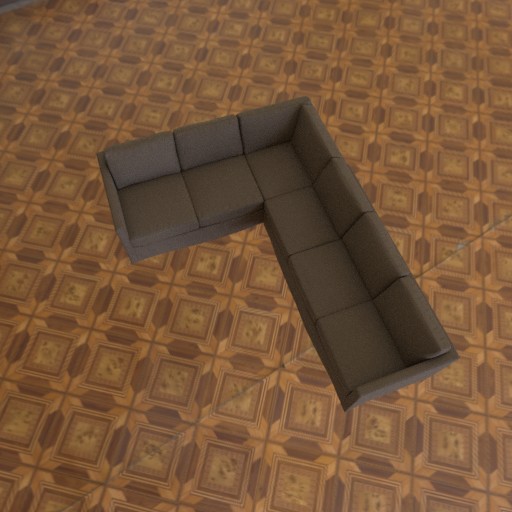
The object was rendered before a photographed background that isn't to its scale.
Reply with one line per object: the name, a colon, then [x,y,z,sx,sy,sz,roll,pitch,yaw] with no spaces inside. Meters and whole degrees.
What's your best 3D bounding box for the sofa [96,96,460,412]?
sofa: [0.000,0.000,4.339,2.432,0.871,3.182,-18,64,-9]
